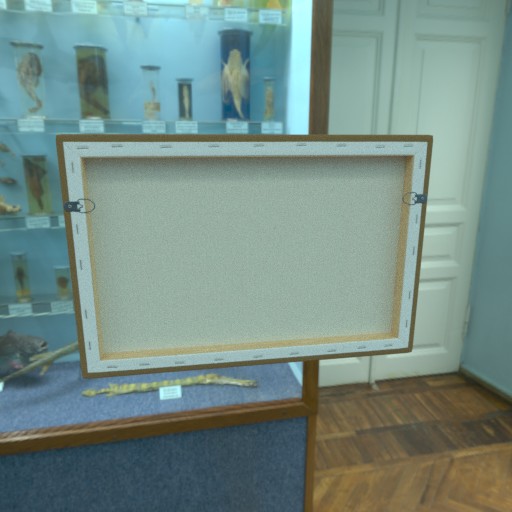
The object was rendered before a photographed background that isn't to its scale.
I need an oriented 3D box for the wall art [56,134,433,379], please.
[{"bbox_3d":[0.000,0.000,0.480,0.380,0.254,0.019,-2,15,-9],"label":"wall art"}]
